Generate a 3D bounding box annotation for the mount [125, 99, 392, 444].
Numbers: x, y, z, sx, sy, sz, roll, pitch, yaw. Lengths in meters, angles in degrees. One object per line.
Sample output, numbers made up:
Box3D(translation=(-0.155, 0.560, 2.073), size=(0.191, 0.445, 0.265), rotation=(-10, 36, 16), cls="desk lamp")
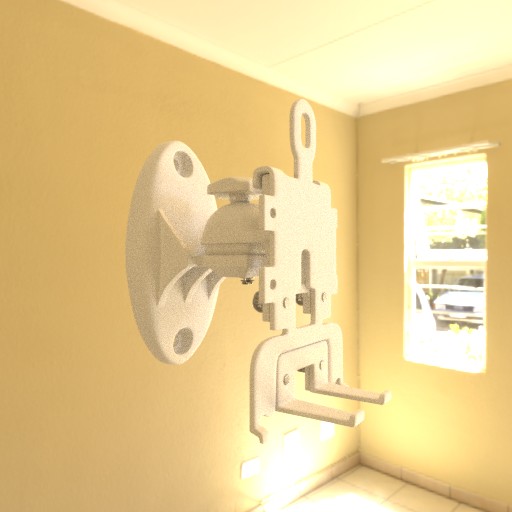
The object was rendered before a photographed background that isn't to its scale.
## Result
Box3D(translation=(0.000, 0.000, 0.181), size=(0.100, 0.118, 0.066), rotation=(0, 0, 36), cls="mount")
